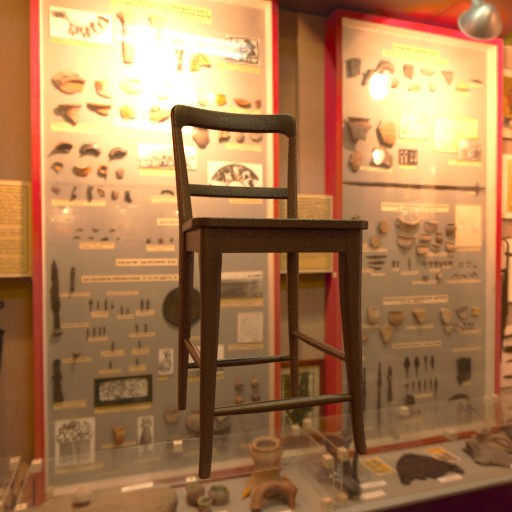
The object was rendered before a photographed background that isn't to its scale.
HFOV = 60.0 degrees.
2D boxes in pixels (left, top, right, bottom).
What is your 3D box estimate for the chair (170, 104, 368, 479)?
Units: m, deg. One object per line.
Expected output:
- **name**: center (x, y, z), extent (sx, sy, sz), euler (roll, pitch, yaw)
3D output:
- **chair**: center (0.000, 0.000, 1.299), extent (0.450, 0.991, 0.546), euler (0, 1, -17)
